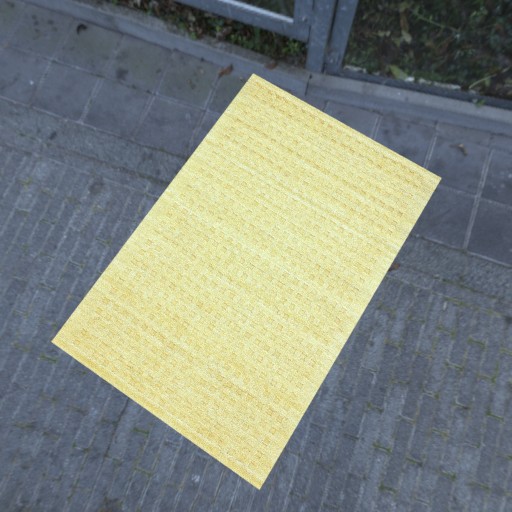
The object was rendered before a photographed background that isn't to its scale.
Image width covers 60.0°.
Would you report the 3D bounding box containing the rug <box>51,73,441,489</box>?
[{"bbox_3d":[0.000,0.000,2.872,1.524,0.006,2.286,32,77,8],"label":"rug"}]
